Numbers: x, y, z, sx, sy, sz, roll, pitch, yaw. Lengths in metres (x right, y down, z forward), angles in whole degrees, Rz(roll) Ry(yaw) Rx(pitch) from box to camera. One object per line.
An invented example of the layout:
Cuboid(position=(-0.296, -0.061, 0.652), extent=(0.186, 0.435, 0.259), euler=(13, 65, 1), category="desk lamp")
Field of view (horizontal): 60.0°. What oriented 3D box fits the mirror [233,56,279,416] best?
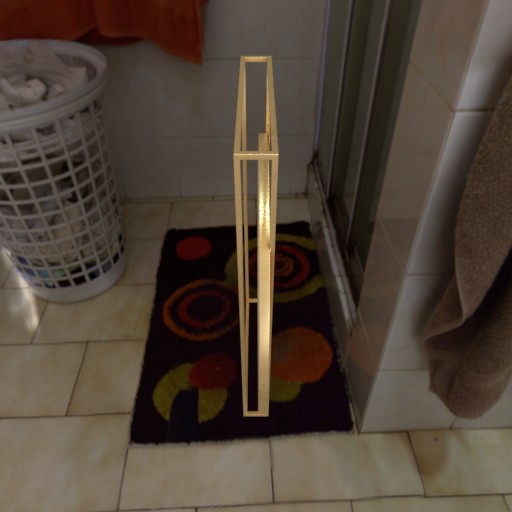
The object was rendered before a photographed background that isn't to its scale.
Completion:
Cuboid(position=(0.000, 0.000, 0.817), extent=(0.051, 0.603, 0.508), euler=(0, 43, 0), category="mirror")
